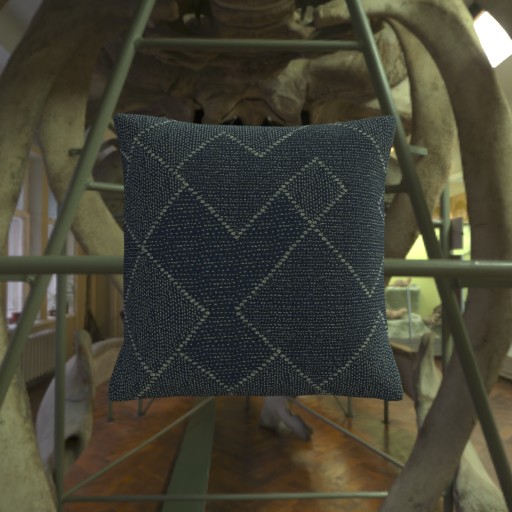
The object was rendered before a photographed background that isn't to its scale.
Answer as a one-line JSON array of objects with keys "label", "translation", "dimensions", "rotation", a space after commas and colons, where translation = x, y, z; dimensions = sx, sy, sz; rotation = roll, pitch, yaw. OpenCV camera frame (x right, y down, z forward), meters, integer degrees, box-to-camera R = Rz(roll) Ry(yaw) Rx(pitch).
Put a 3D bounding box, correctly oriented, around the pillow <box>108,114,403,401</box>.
[{"label": "pillow", "translation": [0.000, 0.000, 0.665], "dimensions": [0.435, 0.428, 0.148], "rotation": [0, -1, 0]}]
